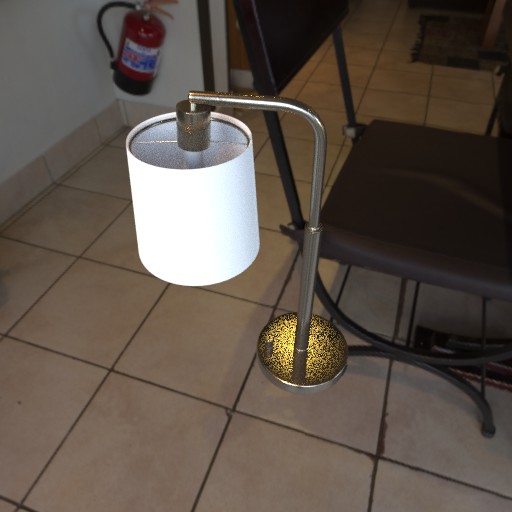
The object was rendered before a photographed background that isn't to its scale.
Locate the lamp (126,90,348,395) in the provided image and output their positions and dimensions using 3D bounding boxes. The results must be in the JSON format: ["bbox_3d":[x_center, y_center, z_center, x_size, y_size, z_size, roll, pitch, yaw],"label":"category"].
[{"bbox_3d":[0.000,0.000,0.652,0.333,0.489,0.171,0,42,0],"label":"lamp"}]
